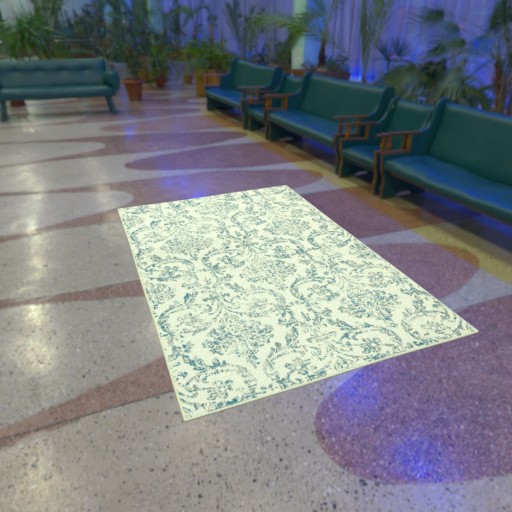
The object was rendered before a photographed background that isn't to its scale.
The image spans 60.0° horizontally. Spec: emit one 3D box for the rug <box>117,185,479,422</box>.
[{"bbox_3d":[0.000,0.000,3.500,1.819,0.018,2.746,-11,31,-19],"label":"rug"}]
